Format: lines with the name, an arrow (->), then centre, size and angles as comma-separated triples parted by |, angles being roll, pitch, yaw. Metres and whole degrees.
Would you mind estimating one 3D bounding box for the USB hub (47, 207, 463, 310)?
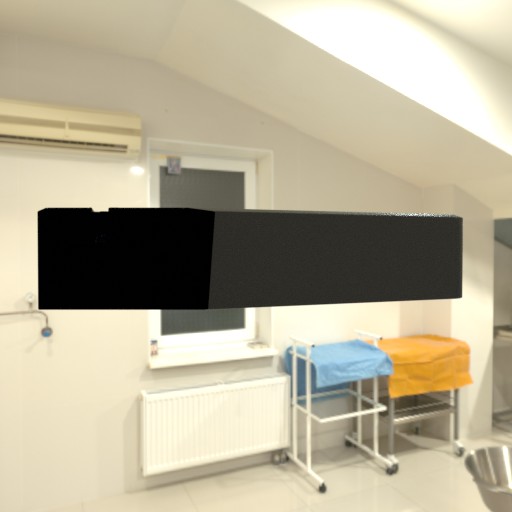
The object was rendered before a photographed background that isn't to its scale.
USB hub -> 0.000, 0.000, 0.126 | 0.110, 0.023, 0.044 | 0, 1, -17
